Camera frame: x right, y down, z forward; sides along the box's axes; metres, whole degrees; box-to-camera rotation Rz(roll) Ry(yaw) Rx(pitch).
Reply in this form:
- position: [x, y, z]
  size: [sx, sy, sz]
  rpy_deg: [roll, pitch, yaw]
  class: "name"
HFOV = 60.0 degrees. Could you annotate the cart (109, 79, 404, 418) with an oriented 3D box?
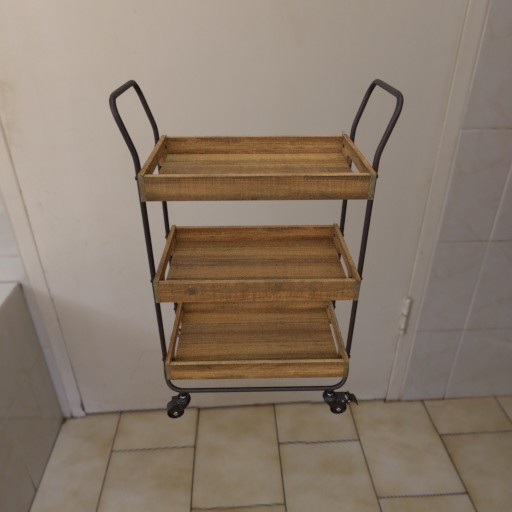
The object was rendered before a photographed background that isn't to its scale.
- position: [0.000, 0.000, 1.173]
  size: [0.583, 0.857, 0.339]
  rpy_deg: [-1, 30, -1]
  class: "cart"
